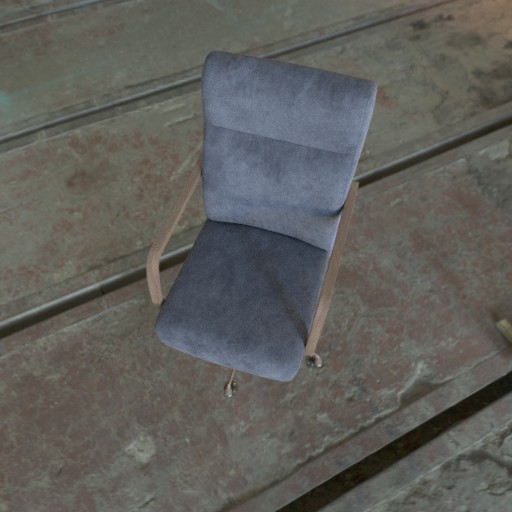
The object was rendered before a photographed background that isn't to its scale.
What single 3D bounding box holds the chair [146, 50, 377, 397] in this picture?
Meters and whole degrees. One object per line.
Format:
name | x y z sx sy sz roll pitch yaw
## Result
chair | 0.000 0.000 1.499 0.640 1.029 0.741 15 59 9
